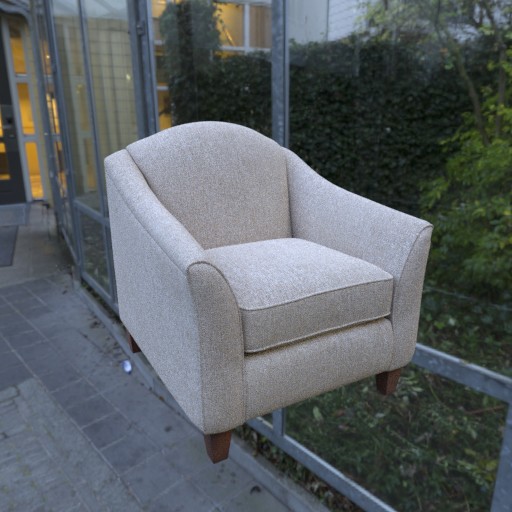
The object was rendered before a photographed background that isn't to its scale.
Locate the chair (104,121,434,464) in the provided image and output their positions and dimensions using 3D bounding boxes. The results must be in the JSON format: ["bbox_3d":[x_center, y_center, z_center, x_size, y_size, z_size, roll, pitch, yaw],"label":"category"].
[{"bbox_3d":[0.000,0.000,1.439,0.763,0.839,0.787,-9,19,-28],"label":"chair"}]
